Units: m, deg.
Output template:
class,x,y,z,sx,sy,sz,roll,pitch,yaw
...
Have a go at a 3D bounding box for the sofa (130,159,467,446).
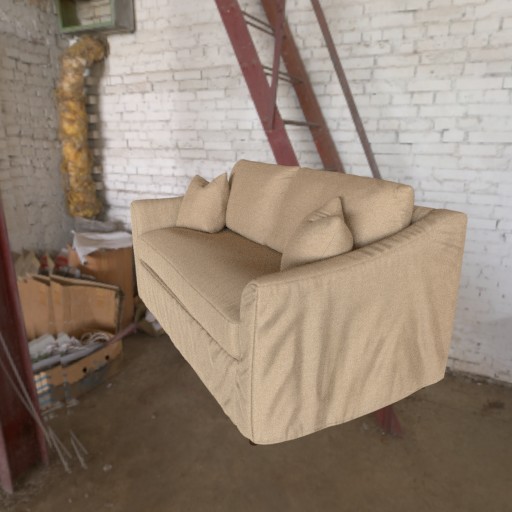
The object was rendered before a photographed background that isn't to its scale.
class,x,y,z,sx,sy,sz,roll,pitch,yaw
sofa,0.000,0.000,2.618,1.072,1.018,2.010,-8,18,-26
